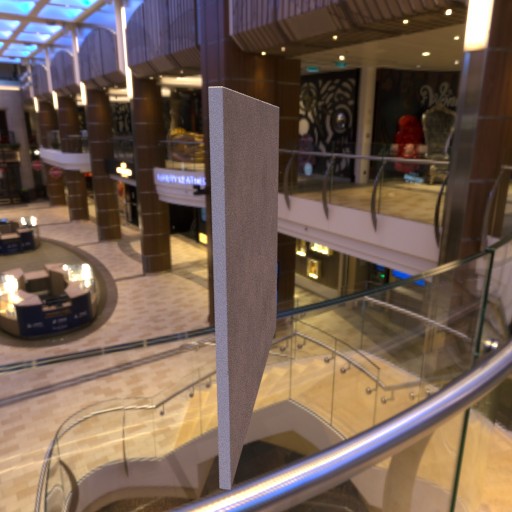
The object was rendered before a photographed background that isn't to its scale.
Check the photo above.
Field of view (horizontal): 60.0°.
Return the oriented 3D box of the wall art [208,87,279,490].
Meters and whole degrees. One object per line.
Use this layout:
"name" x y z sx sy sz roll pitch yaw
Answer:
"wall art" 0.000 0.000 0.999 0.020 0.661 0.664 3 16 9
